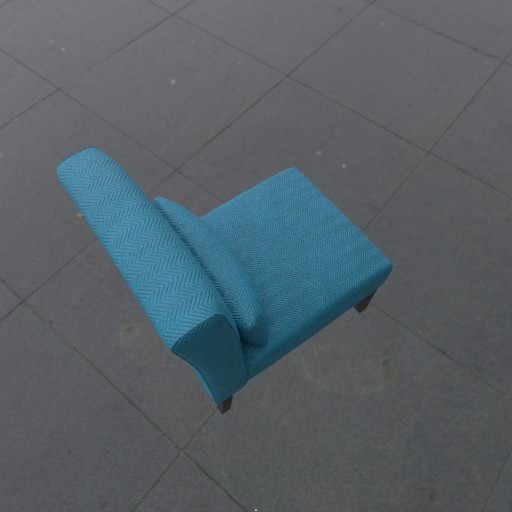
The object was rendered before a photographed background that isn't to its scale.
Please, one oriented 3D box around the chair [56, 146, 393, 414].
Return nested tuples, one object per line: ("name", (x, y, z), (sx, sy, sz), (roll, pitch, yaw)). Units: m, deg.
("chair", (0.000, 0.000, 1.455), (0.808, 0.927, 0.579), (-32, 65, -17))
